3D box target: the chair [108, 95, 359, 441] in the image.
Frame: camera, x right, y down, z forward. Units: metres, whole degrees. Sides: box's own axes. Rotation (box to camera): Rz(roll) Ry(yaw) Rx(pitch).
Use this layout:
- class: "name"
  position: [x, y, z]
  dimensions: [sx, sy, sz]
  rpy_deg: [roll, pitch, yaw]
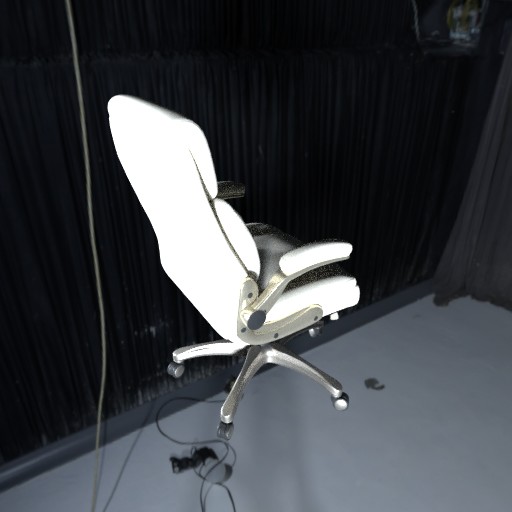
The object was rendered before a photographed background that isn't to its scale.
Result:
- class: "chair"
  position: [0.000, 0.000, 1.600]
  dimensions: [0.794, 1.110, 0.740]
  rpy_deg: [-18, 32, -30]
